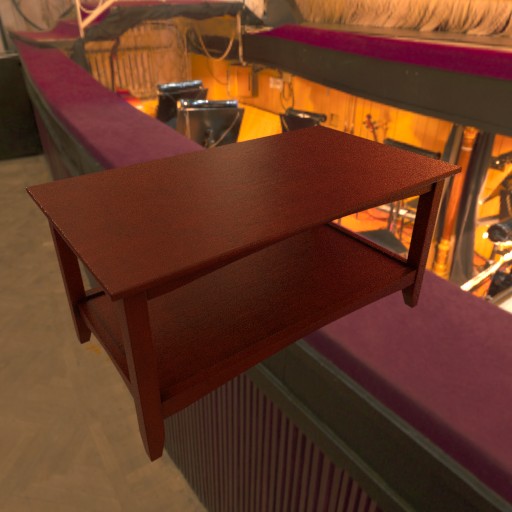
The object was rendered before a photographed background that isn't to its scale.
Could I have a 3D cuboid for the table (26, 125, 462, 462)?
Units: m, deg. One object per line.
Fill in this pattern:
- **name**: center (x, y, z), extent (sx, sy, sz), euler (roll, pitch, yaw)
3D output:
- **table**: center (0.000, 0.000, 1.207), extent (0.943, 0.456, 0.533), euler (-21, 37, -31)
